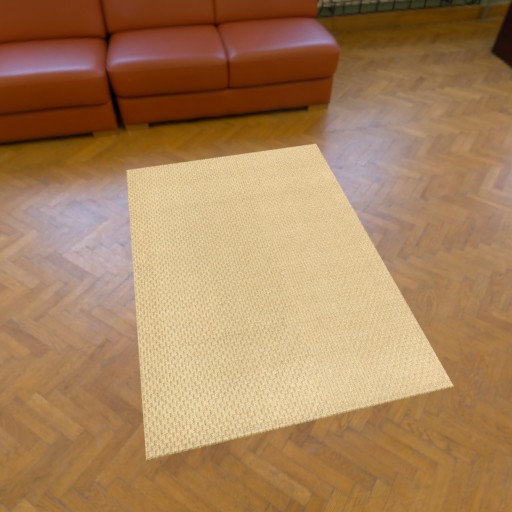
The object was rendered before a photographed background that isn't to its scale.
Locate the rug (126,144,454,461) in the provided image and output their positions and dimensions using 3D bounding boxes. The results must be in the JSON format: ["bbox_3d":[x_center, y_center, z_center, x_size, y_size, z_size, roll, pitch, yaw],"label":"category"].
[{"bbox_3d":[0.000,0.000,2.780,1.509,0.013,2.144,-10,49,-9],"label":"rug"}]
